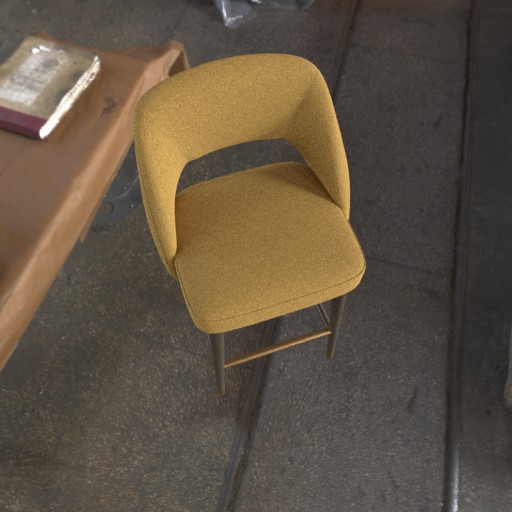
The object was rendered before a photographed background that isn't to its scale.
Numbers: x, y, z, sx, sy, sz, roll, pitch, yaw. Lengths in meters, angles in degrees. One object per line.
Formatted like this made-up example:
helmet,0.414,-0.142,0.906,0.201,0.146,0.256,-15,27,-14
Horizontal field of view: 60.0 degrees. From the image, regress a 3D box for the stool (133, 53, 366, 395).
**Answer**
stool,0.000,0.000,1.350,0.536,1.032,0.522,-16,63,-8
